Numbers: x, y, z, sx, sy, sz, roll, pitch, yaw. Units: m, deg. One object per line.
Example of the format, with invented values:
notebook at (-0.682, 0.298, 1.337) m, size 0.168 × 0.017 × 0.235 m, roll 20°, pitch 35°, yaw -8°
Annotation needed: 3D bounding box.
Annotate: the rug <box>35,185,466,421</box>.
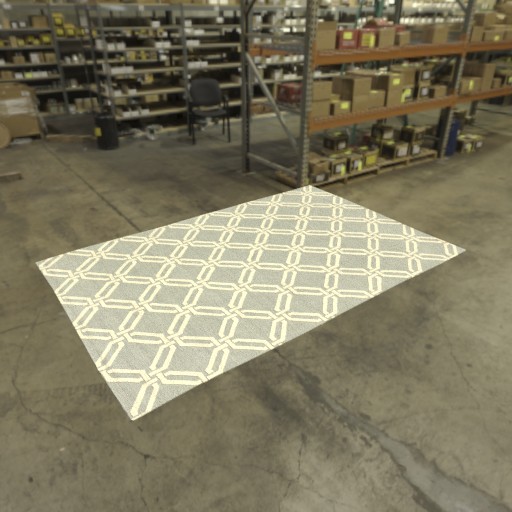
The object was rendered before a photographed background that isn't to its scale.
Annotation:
rug at (0.000, 0.000, 2.133) m, size 1.754 × 0.010 × 1.148 m, roll -20°, pitch 35°, yaw -31°
